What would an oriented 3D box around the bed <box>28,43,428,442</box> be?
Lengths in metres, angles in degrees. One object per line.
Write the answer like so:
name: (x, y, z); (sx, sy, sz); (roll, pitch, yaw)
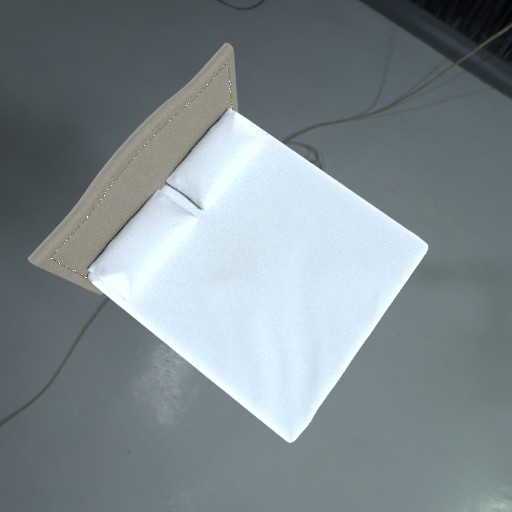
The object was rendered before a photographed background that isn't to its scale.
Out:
bed: (0.000, 0.000, 3.499); (2.182, 1.421, 2.083); (37, 79, 8)
